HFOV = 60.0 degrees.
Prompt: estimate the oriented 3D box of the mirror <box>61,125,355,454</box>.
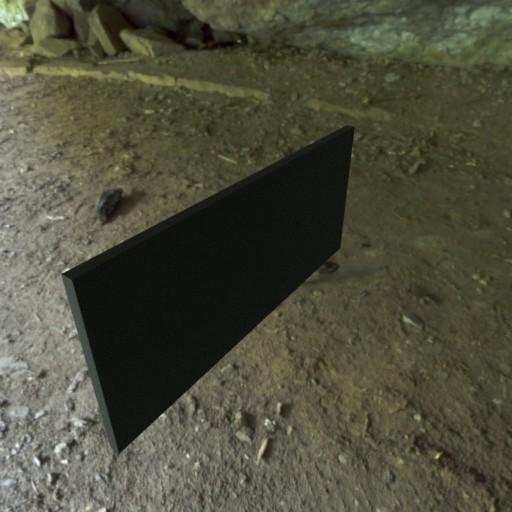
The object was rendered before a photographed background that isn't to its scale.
[{"bbox_3d":[0.000,0.000,1.807,0.047,0.692,1.584,21,38,30],"label":"mirror"}]
